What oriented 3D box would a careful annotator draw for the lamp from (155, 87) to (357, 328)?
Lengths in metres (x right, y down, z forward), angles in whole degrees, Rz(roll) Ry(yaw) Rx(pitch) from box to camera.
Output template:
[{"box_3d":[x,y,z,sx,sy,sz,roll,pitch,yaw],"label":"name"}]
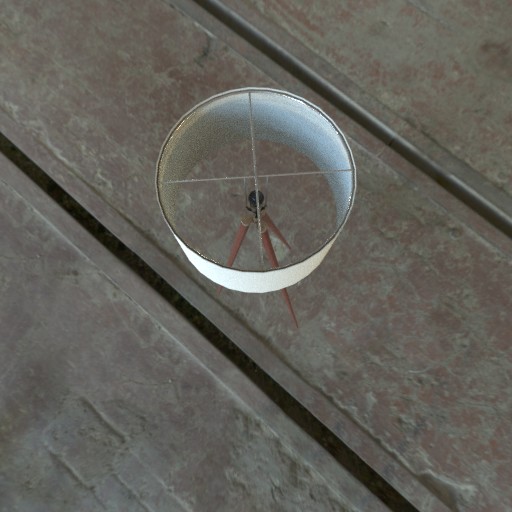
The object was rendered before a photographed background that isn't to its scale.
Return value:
[{"box_3d":[0.000,0.000,1.813,0.483,1.553,0.483,-4,76,-1],"label":"lamp"}]
